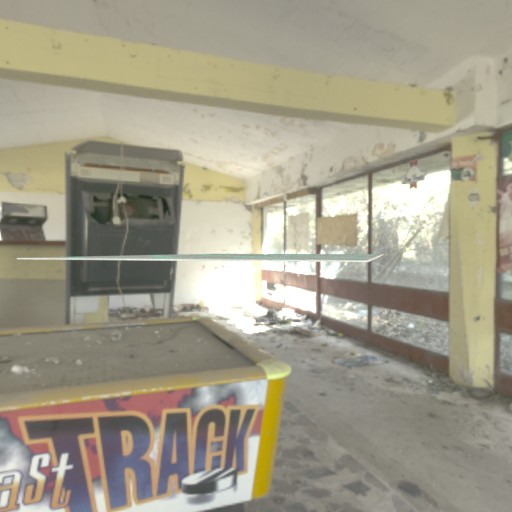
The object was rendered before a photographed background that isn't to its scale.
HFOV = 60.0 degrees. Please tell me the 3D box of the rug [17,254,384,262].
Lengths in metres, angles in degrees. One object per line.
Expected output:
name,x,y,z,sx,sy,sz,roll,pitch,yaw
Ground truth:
rug,0.000,0.000,2.842,1.524,0.006,2.286,0,1,17
